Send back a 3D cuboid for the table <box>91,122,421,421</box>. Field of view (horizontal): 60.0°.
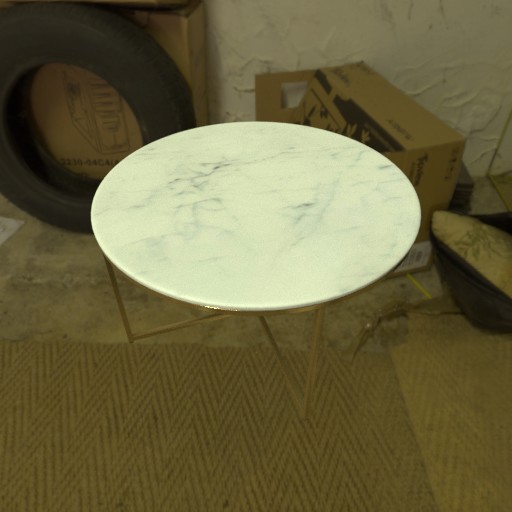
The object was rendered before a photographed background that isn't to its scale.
[{"bbox_3d":[0.000,0.000,1.260,0.800,0.450,0.800,0,41,0],"label":"table"}]
